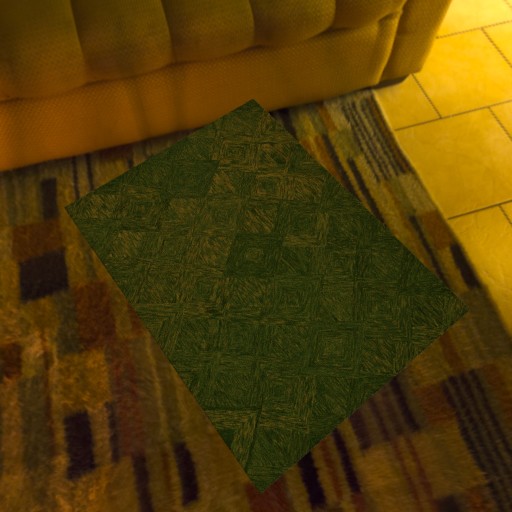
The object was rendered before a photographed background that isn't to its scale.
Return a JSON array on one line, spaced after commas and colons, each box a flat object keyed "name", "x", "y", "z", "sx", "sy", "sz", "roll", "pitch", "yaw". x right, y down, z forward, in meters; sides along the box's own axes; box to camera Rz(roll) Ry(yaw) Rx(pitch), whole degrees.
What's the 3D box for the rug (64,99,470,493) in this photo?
[{"name": "rug", "x": 0.000, "y": 0.000, "z": 4.236, "sx": 2.405, "sy": 0.027, "sz": 3.217, "roll": -35, "pitch": 69, "yaw": -15}]
